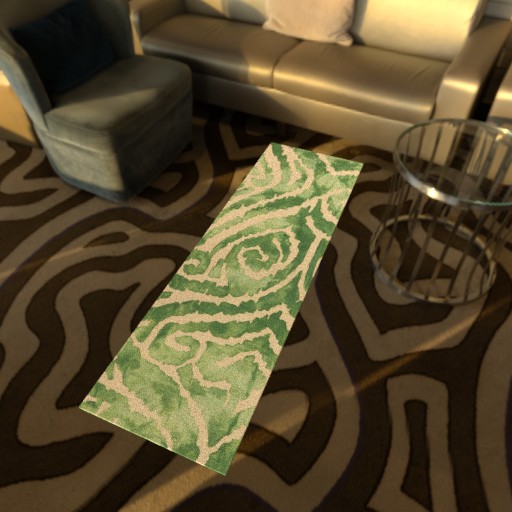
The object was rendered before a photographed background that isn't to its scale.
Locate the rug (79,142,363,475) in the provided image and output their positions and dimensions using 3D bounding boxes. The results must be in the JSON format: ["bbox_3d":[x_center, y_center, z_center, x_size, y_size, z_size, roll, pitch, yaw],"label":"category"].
[{"bbox_3d":[0.000,0.000,2.738,0.761,0.006,2.438,17,49,16],"label":"rug"}]
